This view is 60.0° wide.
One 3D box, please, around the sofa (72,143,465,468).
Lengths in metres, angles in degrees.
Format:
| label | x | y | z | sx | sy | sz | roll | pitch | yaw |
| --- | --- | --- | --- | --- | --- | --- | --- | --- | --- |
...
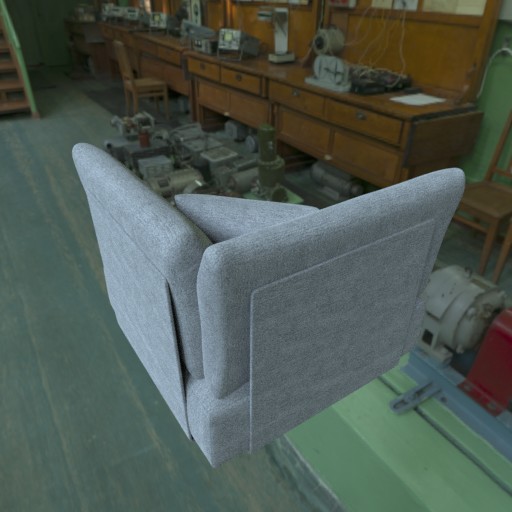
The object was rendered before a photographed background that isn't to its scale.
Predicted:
| label | x | y | z | sx | sy | sz | roll | pitch | yaw |
| --- | --- | --- | --- | --- | --- | --- | --- | --- | --- |
| sofa | 0.000 | 0.000 | 1.728 | 1.000 | 0.820 | 1.000 | -20 | 37 | -28 |
